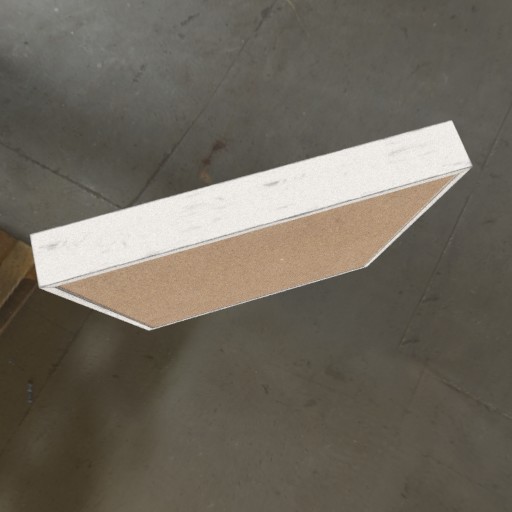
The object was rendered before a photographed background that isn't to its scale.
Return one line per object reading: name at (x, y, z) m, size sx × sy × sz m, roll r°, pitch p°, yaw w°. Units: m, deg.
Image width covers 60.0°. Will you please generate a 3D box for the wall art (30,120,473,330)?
wall art at (0.000, 0.000, 0.450) m, size 0.305 × 0.305 × 0.038 m, roll -16°, pitch 76°, yaw -4°
